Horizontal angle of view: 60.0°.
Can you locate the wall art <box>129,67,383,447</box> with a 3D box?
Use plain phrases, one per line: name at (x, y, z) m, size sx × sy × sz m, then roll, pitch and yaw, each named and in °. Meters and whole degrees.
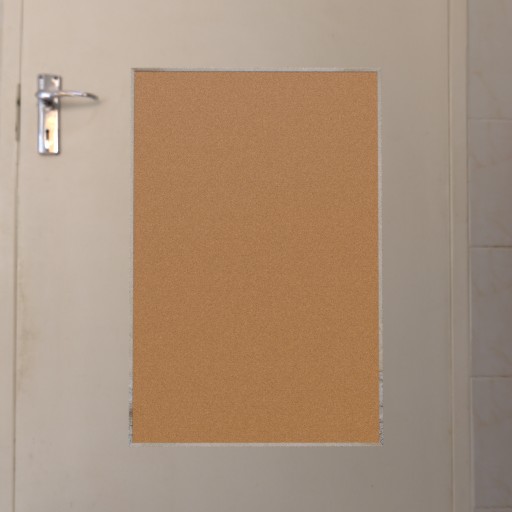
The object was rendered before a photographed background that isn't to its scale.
wall art at (0.000, 0.000, 0.464) m, size 0.254 × 0.381 × 0.038 m, roll 0°, pitch -1°, yaw 0°
